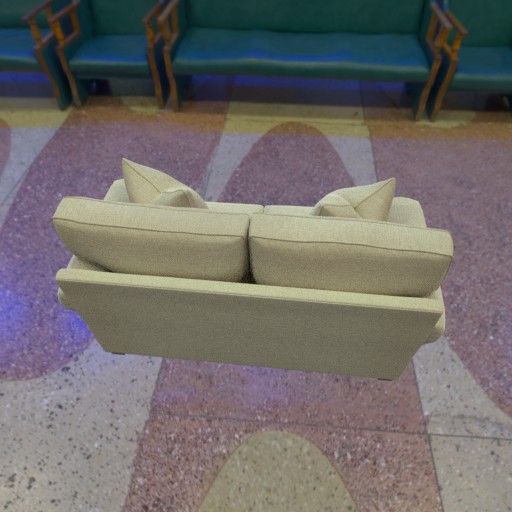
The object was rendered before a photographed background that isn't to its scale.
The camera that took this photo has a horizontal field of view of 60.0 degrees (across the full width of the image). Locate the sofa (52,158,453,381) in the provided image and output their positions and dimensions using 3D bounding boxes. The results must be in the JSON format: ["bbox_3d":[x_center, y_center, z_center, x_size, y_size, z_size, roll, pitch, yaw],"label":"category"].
[{"bbox_3d":[0.000,0.000,2.252,1.701,0.966,0.966,5,47,4],"label":"sofa"}]
